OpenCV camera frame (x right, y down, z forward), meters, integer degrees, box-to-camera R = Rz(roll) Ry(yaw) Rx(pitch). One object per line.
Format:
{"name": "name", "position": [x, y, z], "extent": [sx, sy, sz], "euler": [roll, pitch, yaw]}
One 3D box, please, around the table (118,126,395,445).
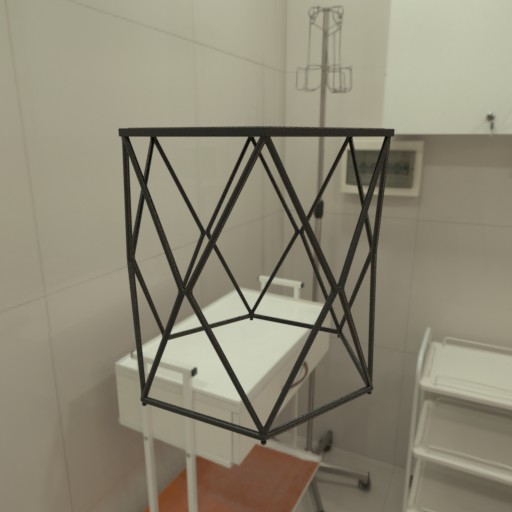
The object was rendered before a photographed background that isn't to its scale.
{"name": "table", "position": [0.000, 0.000, 1.026], "extent": [0.578, 0.564, 0.579], "euler": [7, 17, 25]}
